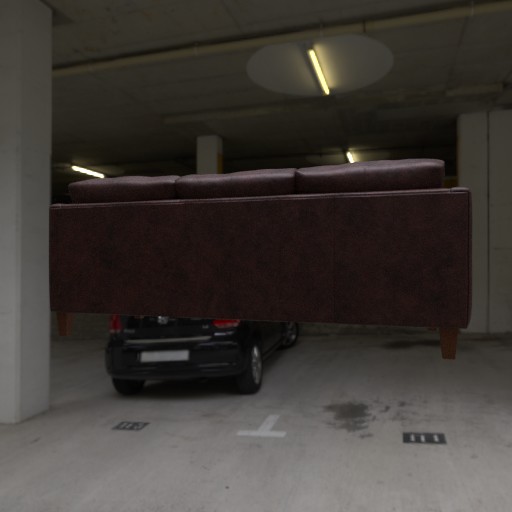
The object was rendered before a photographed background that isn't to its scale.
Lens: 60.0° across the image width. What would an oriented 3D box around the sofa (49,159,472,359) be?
[{"bbox_3d":[0.000,0.000,2.937,2.464,1.006,1.045,0,0,17],"label":"sofa"}]
